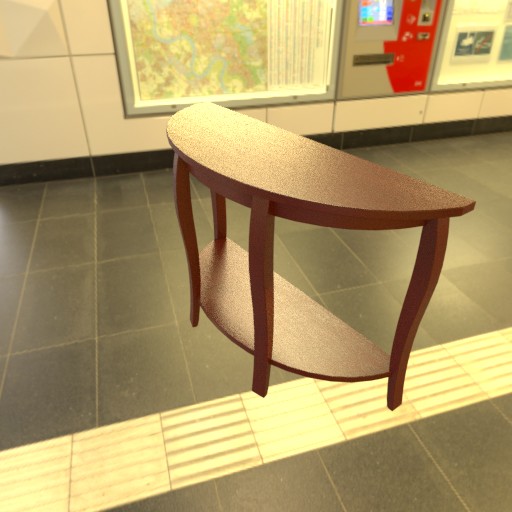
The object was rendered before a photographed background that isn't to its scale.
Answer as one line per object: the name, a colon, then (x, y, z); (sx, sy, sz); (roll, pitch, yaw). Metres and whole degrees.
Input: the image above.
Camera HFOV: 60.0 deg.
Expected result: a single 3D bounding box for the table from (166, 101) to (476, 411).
table: (0.000, 0.000, 1.577); (0.405, 0.779, 1.219); (-22, 38, -30)
